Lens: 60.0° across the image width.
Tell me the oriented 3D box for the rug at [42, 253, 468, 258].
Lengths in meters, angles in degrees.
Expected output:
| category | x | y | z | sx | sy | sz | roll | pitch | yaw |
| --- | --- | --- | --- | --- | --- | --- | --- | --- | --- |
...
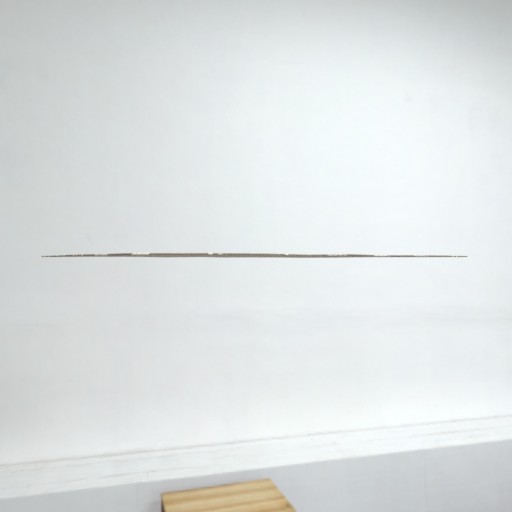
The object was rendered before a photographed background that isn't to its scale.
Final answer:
| category | x | y | z | sx | sy | sz | roll | pitch | yaw |
| --- | --- | --- | --- | --- | --- | --- | --- | --- | --- |
| rug | 0.000 | 0.000 | 4.349 | 3.419 | 0.020 | 2.441 | 0 | -1 | -36 |
